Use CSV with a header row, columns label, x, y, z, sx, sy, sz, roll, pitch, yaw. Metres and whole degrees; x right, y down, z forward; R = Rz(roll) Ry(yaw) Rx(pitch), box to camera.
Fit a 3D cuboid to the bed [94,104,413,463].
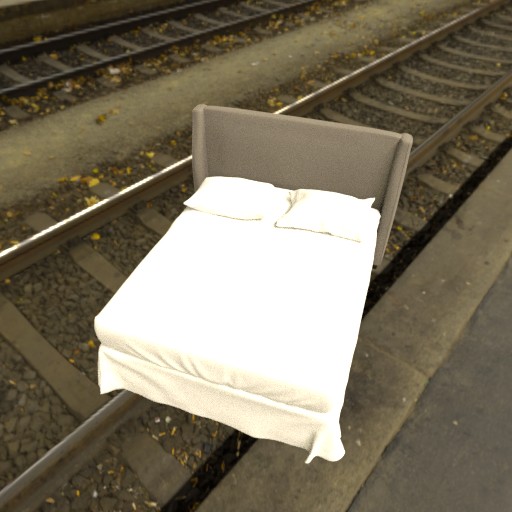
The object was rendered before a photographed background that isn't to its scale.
label,x,y,z,sx,sy,sz,roll,pitch,yaw
bed,0.000,0.000,3.438,1.925,1.332,2.276,13,43,14
